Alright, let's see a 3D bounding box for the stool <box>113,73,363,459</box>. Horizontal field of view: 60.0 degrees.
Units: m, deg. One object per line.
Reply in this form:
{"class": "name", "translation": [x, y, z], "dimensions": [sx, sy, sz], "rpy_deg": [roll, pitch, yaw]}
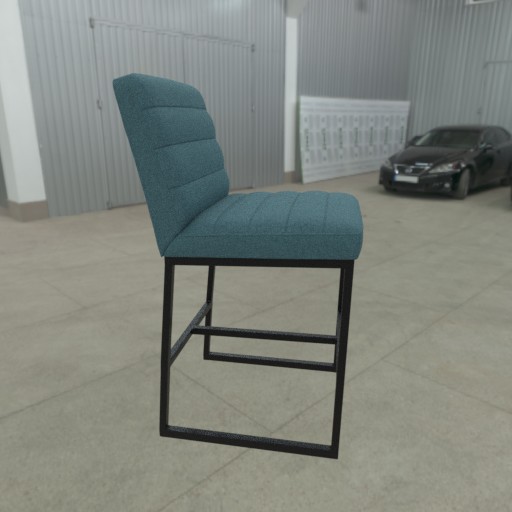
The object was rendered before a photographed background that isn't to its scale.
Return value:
{"class": "stool", "translation": [0.000, 0.000, 1.255], "dimensions": [0.560, 0.940, 0.460], "rpy_deg": [3, 17, 10]}
